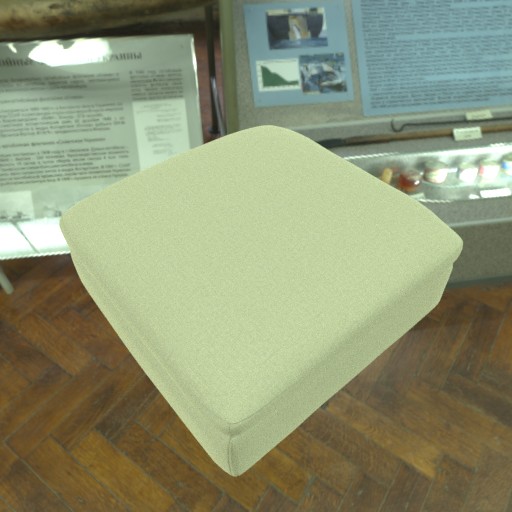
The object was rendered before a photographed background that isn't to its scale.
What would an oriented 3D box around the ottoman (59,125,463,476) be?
[{"bbox_3d":[0.000,0.000,1.524,0.996,0.467,0.977,-31,53,-27],"label":"ottoman"}]
